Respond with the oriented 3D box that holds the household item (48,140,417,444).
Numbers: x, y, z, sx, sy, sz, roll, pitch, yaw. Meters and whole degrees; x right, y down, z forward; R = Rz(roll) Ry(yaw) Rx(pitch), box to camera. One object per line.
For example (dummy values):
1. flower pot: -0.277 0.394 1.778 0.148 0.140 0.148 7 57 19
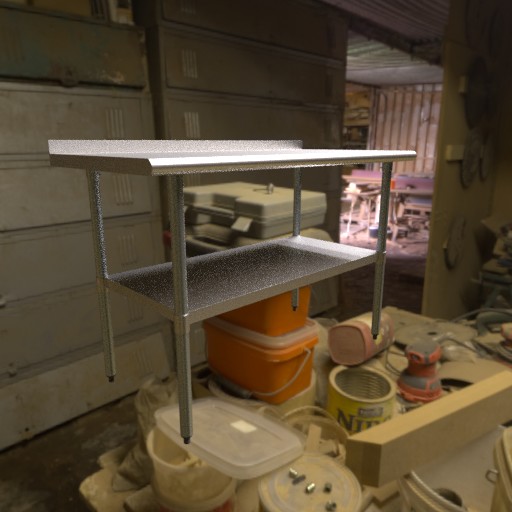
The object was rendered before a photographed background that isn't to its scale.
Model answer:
1. household item: 0.000 0.000 1.686 1.219 0.851 0.610 -13 20 -42
